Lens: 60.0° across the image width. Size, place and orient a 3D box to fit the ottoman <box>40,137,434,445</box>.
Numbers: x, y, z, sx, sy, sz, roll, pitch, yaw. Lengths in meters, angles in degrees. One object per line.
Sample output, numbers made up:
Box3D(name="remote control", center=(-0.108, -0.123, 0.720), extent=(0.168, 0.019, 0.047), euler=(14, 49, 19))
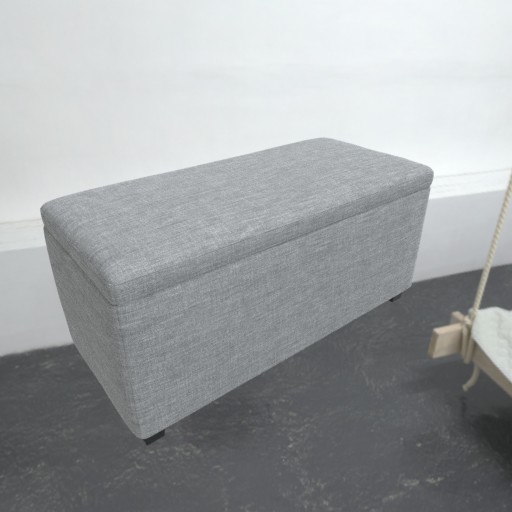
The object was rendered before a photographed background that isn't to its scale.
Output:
Box3D(name="ottoman", center=(0.000, 0.000, 1.140), extent=(0.902, 0.432, 0.419), euler=(-21, 36, -33))
